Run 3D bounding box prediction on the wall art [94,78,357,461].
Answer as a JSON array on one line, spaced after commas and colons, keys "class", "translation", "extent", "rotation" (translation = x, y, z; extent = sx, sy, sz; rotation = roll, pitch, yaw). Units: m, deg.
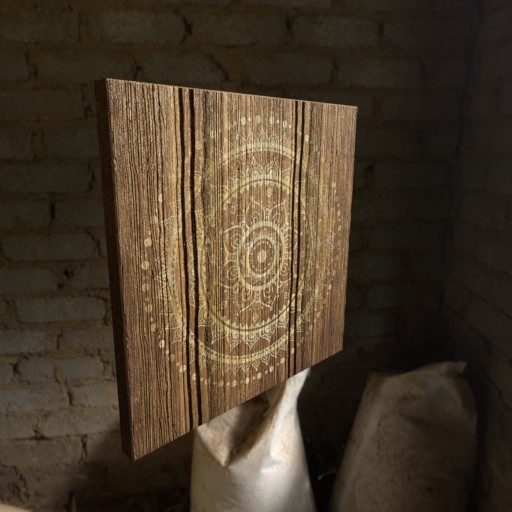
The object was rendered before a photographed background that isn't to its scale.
[{"class": "wall art", "translation": [0.000, 0.000, 0.888], "extent": [0.611, 0.608, 0.042], "rotation": [-14, 20, -43]}]
